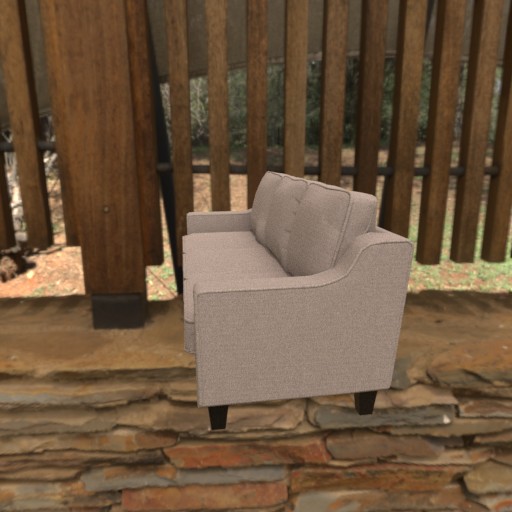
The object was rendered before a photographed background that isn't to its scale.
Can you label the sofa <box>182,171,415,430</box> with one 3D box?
[{"bbox_3d":[0.000,0.000,2.731,0.899,0.950,2.129,-2,14,-9],"label":"sofa"}]
